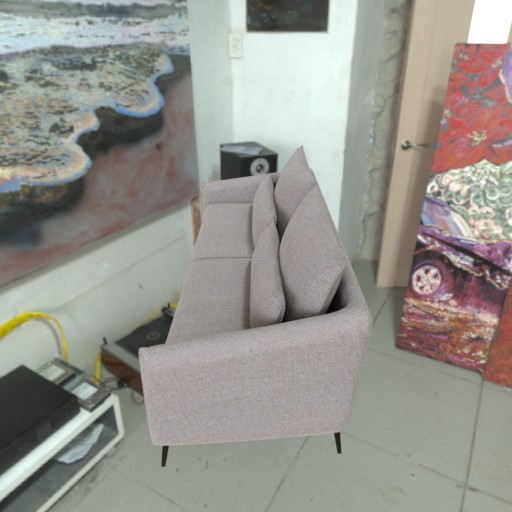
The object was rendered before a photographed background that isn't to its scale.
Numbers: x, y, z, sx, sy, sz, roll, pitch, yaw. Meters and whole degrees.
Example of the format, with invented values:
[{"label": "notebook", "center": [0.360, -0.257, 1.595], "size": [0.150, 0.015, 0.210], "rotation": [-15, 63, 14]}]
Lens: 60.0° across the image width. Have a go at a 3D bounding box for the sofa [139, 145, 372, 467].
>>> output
[{"label": "sofa", "center": [0.000, 0.000, 2.416], "size": [0.809, 0.833, 2.022], "rotation": [0, 27, 0]}]
